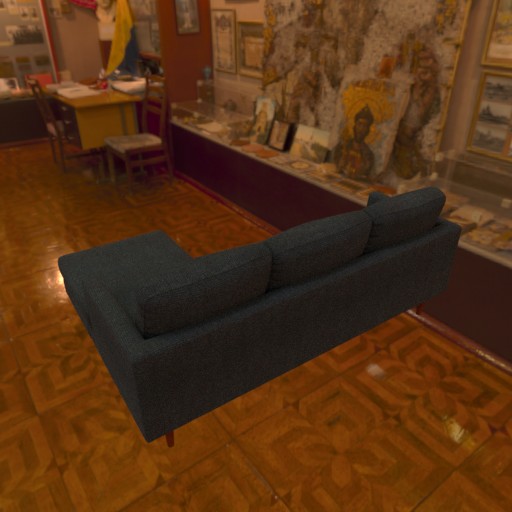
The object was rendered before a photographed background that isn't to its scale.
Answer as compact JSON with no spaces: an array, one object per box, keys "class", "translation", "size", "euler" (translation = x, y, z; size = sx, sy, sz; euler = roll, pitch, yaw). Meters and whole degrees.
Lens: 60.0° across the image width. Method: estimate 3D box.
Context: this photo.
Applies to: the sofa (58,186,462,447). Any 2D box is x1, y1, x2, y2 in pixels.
[{"class":"sofa","translation":[0.000,0.000,2.966],"size":[2.233,0.956,1.504],"euler":[-19,35,-29]}]
